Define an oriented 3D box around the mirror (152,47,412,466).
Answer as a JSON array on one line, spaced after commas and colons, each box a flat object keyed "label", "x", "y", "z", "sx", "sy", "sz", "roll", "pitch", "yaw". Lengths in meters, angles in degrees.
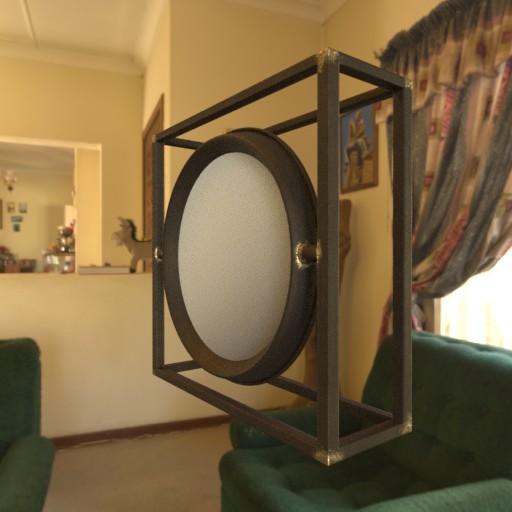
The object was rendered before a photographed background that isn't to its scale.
[{"label": "mirror", "x": 0.000, "y": 0.000, "z": 0.472, "sx": 0.107, "sy": 0.303, "sz": 0.306, "roll": 0, "pitch": 0, "yaw": -37}]
